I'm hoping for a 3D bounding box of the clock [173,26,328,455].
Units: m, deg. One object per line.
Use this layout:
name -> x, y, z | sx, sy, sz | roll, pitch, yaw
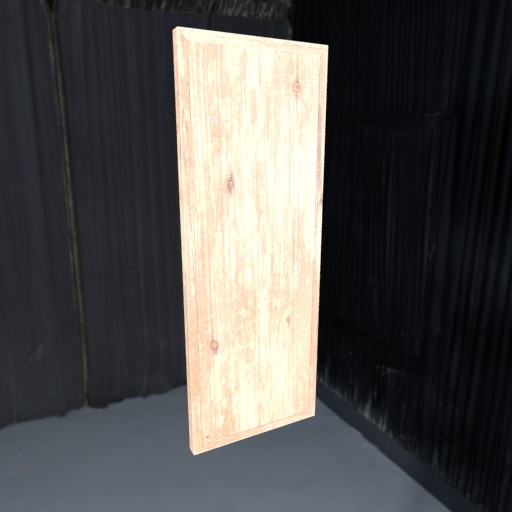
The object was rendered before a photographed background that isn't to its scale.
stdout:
clock -> 0.000, 0.000, 1.069 | 0.361, 0.965, 0.030 | -7, 16, -27
